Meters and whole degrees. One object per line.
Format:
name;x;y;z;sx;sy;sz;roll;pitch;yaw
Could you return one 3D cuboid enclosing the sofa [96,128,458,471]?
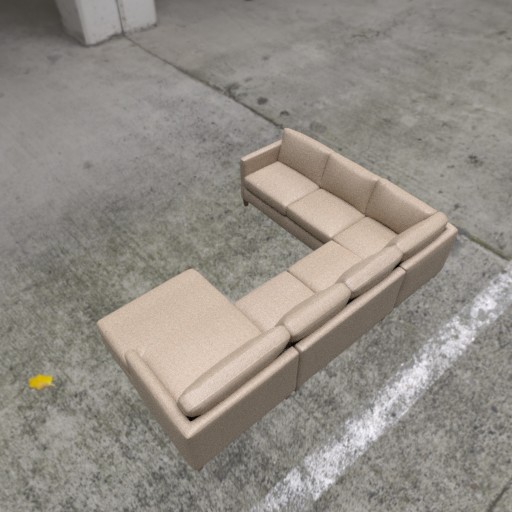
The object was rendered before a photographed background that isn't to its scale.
sofa;0.000;0.000;4.724;3.460;0.961;2.594;-31;52;-27
